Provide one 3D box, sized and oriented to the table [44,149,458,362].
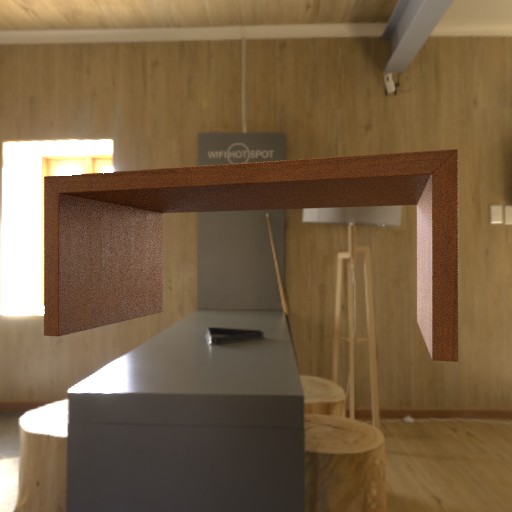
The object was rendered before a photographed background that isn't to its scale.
[{"bbox_3d":[0.000,0.000,1.280,1.000,0.419,0.549,0,0,17],"label":"table"}]
